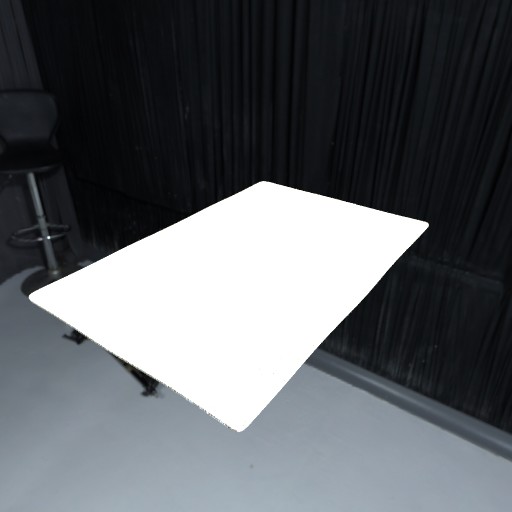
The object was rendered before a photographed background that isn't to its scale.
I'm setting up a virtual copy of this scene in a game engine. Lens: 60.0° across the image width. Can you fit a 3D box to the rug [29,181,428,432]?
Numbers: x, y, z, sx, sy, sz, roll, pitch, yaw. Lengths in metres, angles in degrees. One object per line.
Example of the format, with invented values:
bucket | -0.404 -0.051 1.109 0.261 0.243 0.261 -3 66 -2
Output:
rug | 0.000 0.000 3.408 1.798 0.025 2.698 20 35 31
